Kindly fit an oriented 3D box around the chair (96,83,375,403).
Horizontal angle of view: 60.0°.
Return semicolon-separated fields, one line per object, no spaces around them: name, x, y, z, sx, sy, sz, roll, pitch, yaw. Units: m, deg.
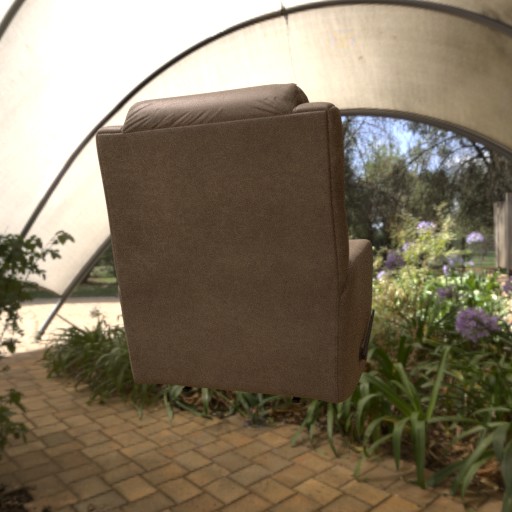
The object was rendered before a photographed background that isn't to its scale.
chair;0.000;0.000;1.928;0.967;1.116;1.068;0;-1;19
